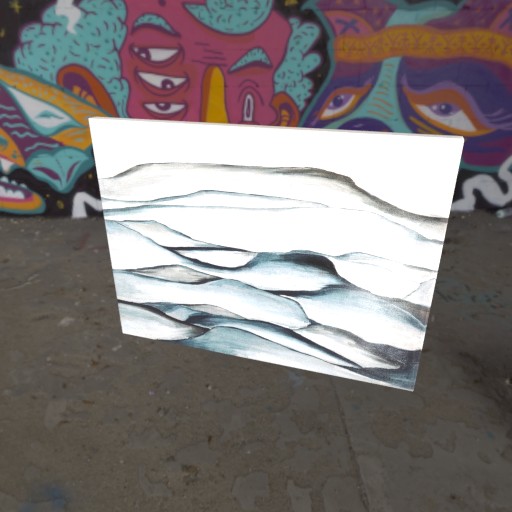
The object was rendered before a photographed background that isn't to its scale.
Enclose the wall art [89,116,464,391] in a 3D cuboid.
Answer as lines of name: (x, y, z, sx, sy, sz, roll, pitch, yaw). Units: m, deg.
wall art: (0.000, 0.000, 1.604, 1.219, 0.915, 0.039, 8, 27, 15)
